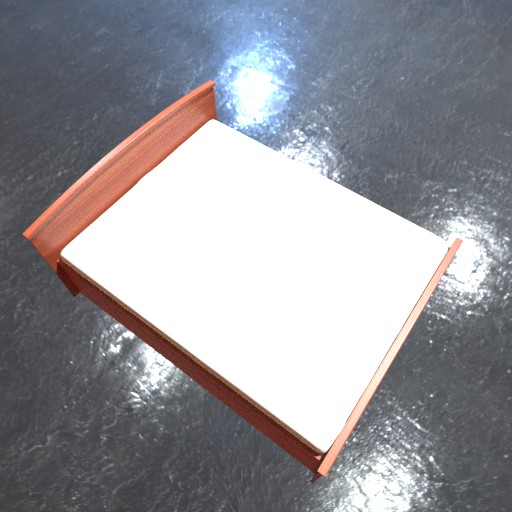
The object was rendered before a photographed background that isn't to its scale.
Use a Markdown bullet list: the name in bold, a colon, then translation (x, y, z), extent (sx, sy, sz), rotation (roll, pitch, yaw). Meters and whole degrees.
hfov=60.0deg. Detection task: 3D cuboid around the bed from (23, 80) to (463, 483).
- **bed**: translation (0.000, 0.000, 2.854), extent (2.053, 0.848, 1.683), rotation (32, 64, 18)
